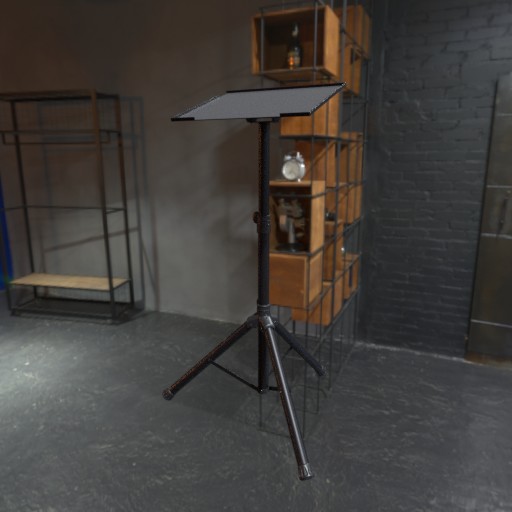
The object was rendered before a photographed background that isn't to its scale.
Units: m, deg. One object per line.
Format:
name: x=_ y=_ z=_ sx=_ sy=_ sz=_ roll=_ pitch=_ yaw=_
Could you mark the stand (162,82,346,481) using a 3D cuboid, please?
stand: x=0.000 y=0.000 z=1.633 sx=0.702 sy=1.198 sz=0.702 roll=6 pitch=14 yaw=25
